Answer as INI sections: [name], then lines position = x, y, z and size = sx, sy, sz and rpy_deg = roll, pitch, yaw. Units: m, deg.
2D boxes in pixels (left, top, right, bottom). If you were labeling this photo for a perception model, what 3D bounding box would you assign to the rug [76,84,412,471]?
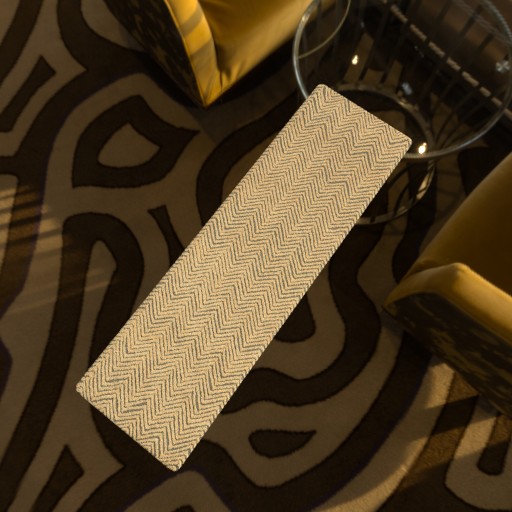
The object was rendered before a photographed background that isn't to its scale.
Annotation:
[rug]
position = 0.000, 0.000, 2.496
size = 0.686, 0.008, 2.286
rpy_deg = 35, 78, 9
